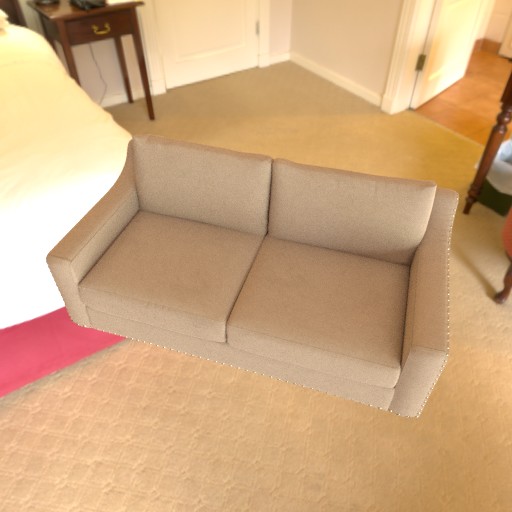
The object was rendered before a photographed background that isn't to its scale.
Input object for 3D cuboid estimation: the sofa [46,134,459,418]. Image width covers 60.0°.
[{"bbox_3d":[0.000,0.000,2.444,1.967,0.901,1.030,12,45,13],"label":"sofa"}]
